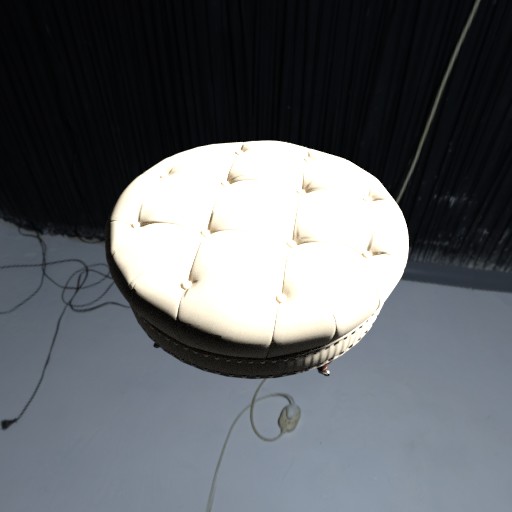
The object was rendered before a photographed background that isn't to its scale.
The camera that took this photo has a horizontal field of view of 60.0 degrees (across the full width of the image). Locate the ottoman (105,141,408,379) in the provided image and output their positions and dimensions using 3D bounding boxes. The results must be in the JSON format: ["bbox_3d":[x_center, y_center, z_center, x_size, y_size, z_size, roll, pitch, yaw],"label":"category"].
[{"bbox_3d":[0.000,0.000,1.451,0.901,0.439,0.901,0,45,0],"label":"ottoman"}]
